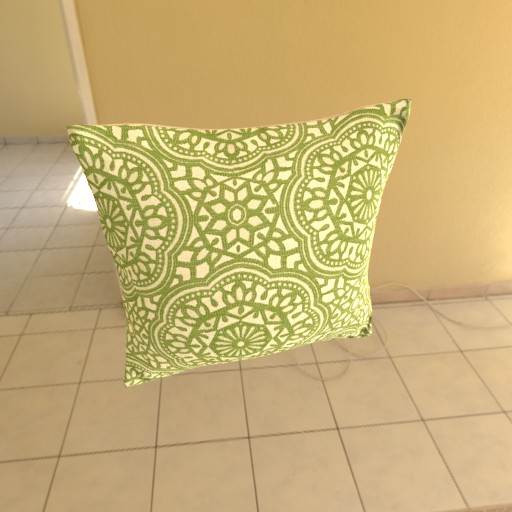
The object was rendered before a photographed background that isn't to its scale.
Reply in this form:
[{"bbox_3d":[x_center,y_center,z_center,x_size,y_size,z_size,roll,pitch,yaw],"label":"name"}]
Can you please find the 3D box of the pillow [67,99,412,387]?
[{"bbox_3d":[0.000,0.000,0.649,0.440,0.419,0.162,-9,33,-14],"label":"pillow"}]
